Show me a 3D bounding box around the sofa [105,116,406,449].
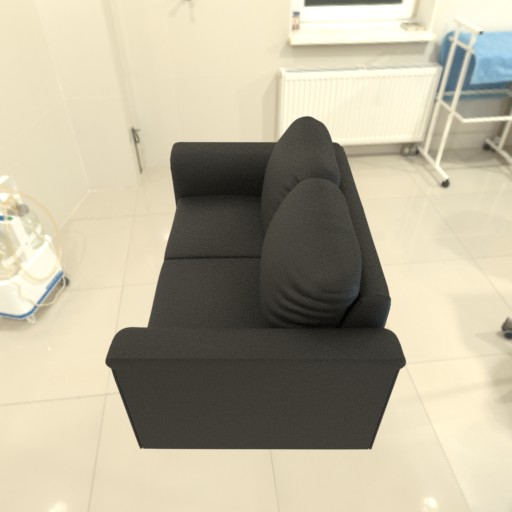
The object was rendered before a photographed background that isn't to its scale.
[{"bbox_3d":[0.000,0.000,1.934,0.887,0.845,1.386,0,41,0],"label":"sofa"}]
